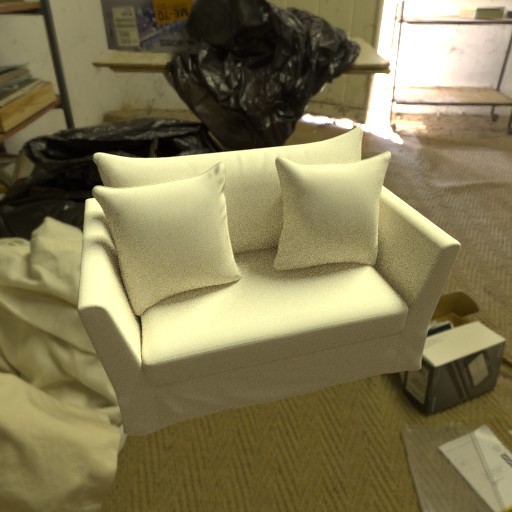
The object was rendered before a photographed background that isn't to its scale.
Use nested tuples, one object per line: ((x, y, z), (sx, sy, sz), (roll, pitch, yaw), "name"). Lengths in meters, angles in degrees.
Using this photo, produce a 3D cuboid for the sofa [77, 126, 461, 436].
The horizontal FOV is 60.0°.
((0.000, 0.000, 2.260), (1.608, 1.039, 1.026), (-9, 33, -14), "sofa")
